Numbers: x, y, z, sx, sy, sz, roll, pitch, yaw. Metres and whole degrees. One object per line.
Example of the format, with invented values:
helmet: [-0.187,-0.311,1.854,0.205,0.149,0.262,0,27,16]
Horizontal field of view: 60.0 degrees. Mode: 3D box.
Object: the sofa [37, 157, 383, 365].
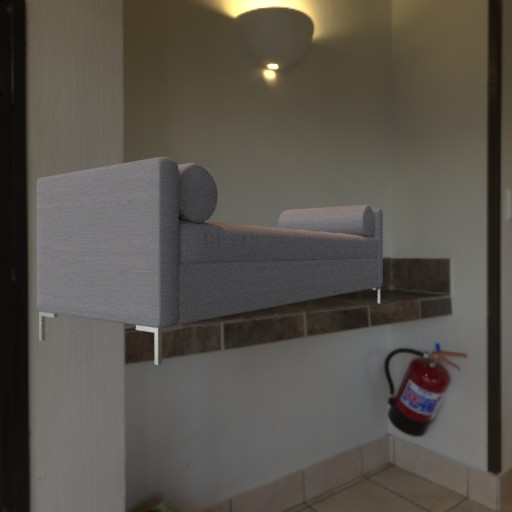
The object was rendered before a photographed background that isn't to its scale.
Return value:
sofa: [0.000,0.000,2.313,0.686,0.635,1.981,0,1,35]
